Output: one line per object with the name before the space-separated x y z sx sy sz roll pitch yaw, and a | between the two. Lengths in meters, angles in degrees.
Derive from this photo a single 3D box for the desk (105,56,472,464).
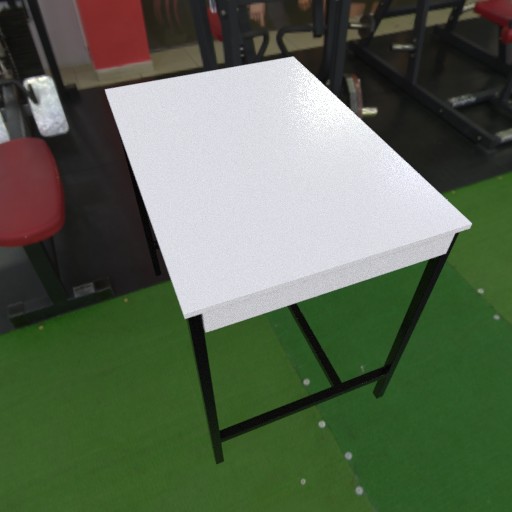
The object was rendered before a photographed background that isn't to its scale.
desk | 0.000 0.000 1.318 0.573 0.766 0.811 -16 49 -15
